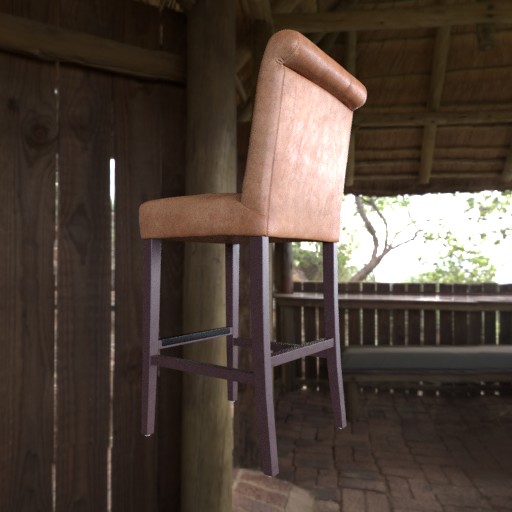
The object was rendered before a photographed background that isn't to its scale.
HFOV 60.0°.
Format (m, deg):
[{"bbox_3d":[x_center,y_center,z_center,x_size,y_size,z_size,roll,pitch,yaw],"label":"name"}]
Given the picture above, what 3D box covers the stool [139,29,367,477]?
[{"bbox_3d":[0.000,0.000,1.434,0.601,1.140,0.493,-1,-1,36],"label":"stool"}]
